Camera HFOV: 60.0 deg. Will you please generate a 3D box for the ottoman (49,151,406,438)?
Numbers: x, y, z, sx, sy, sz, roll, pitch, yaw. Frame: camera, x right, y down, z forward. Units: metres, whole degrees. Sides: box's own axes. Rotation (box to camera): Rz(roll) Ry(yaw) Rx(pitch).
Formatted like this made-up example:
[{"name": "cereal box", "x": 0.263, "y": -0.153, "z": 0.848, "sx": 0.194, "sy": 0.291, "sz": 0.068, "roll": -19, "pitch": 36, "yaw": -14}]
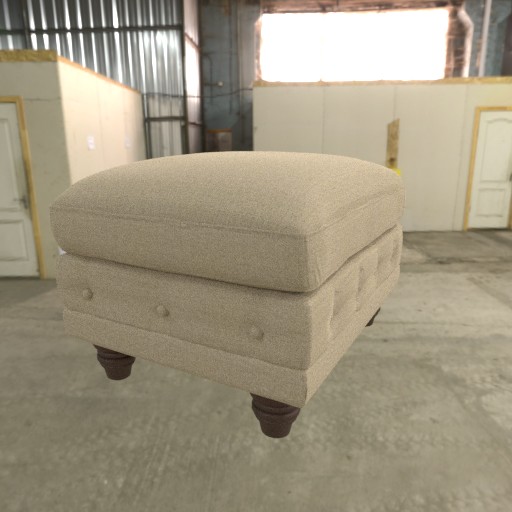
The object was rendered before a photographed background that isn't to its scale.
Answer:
[{"name": "ottoman", "x": 0.000, "y": 0.000, "z": 1.014, "sx": 0.541, "sy": 0.463, "sz": 0.684, "roll": 8, "pitch": 17, "yaw": 28}]
